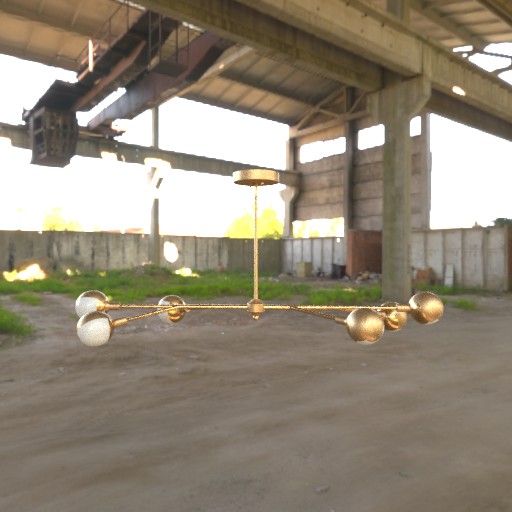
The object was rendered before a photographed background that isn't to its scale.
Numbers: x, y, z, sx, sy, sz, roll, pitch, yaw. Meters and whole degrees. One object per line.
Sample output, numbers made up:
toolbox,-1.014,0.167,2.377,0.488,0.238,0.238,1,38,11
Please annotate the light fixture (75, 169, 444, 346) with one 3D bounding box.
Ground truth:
light fixture,0.000,0.000,0.976,0.778,0.362,0.434,0,0,19
